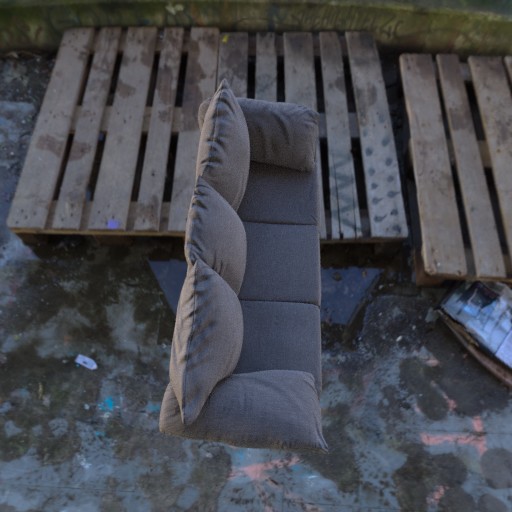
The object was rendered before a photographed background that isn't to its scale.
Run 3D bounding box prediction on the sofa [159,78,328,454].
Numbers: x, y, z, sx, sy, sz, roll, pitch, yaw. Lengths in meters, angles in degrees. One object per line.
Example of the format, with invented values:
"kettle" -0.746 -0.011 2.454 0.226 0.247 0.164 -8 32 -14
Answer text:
"sofa" 0.000 0.000 2.951 0.927 1.043 2.390 2 64 1
